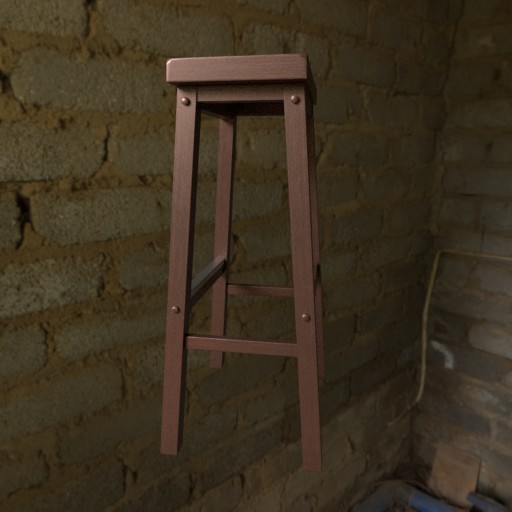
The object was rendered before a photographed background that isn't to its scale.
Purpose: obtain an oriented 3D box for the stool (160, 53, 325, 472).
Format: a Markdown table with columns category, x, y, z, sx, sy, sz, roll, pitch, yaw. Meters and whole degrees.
| category | x | y | z | sx | sy | sz | roll | pitch | yaw |
| --- | --- | --- | --- | --- | --- | --- | --- | --- | --- |
| stool | 0.000 | 0.000 | 0.978 | 0.322 | 0.742 | 0.406 | 2 | 13 | 9 |
